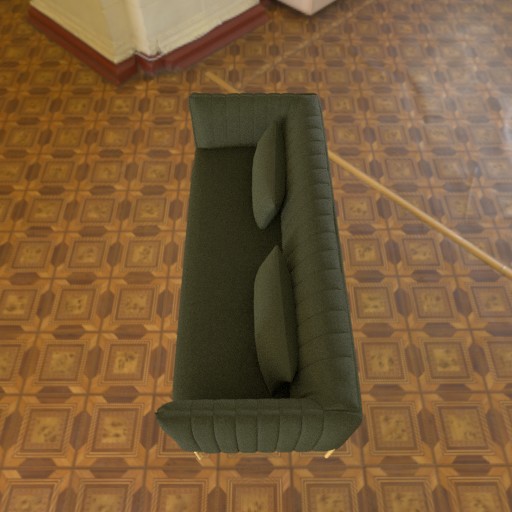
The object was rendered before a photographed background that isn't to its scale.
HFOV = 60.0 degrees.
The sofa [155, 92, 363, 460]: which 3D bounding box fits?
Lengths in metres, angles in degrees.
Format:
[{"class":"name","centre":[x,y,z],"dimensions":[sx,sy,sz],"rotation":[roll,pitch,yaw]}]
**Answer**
[{"class":"sofa","centre":[0.000,0.000,2.643],"dimensions":[0.896,0.793,2.137],"rotation":[-1,58,0]}]
